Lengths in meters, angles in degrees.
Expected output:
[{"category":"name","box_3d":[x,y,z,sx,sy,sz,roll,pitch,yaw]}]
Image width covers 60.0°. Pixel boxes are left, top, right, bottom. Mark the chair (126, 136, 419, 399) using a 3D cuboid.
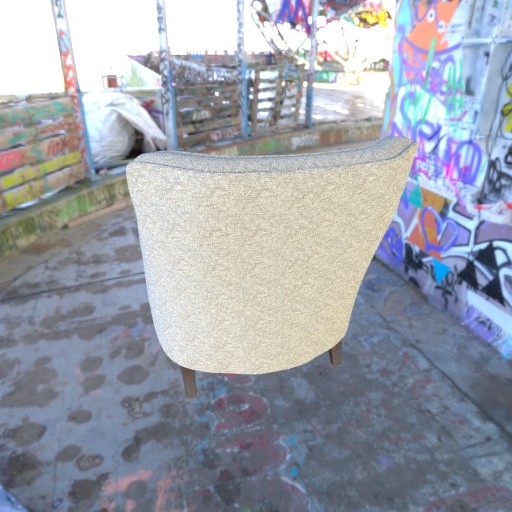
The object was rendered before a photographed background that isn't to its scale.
[{"category":"chair","box_3d":[0.000,0.000,1.649,0.820,0.920,0.910,-8,27,-16]}]
